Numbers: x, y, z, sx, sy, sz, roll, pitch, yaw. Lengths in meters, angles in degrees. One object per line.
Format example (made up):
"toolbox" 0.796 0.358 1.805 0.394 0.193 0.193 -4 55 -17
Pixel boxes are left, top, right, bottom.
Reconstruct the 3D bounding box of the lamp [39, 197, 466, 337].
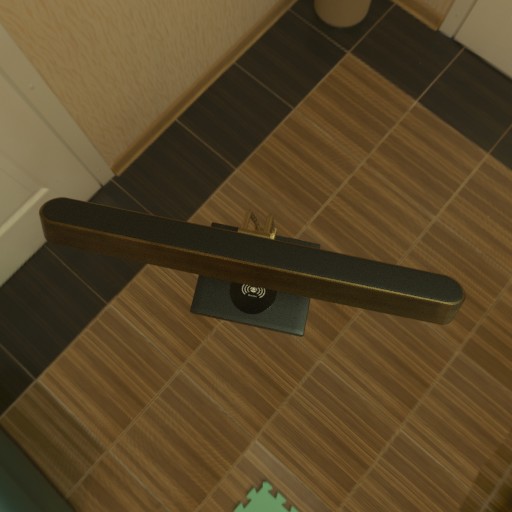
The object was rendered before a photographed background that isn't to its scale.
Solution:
"lamp" 0.000 0.000 0.581 0.412 0.345 0.156 12 77 3
